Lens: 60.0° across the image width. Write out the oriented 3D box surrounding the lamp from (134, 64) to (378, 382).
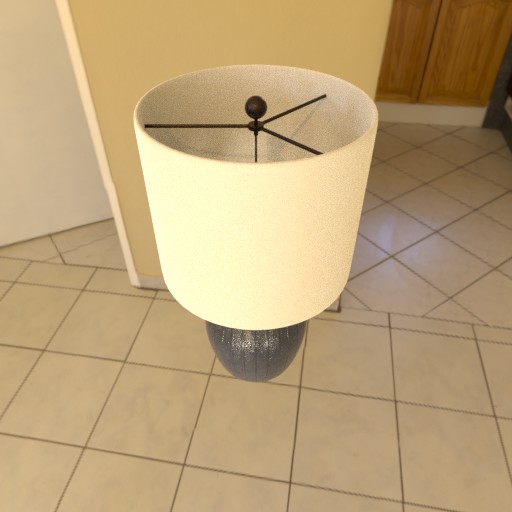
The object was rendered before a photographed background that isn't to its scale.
[{"bbox_3d":[0.000,0.000,0.784,0.329,0.570,0.329,0,41,0],"label":"lamp"}]
